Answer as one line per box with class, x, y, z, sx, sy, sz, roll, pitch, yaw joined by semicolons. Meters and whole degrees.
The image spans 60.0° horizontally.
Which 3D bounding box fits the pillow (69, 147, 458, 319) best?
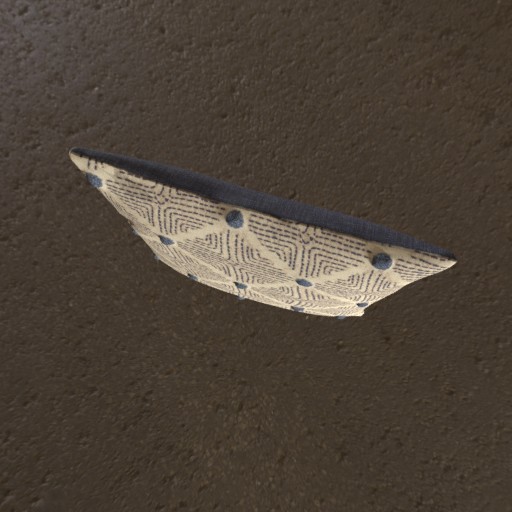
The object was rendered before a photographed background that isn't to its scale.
pillow;0.000;0.000;0.794;0.510;0.510;0.145;16;76;4
